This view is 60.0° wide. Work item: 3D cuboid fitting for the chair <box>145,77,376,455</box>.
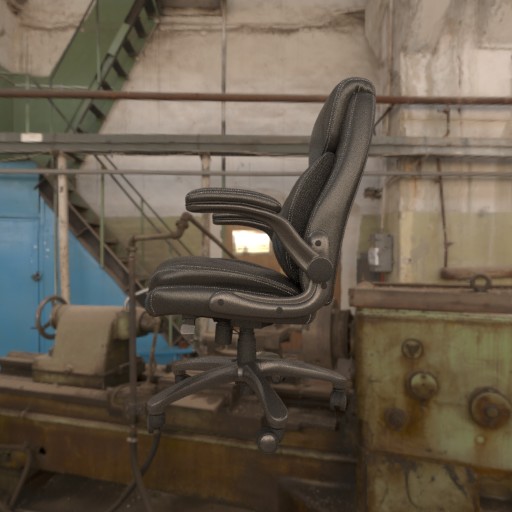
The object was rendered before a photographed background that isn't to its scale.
[{"bbox_3d":[0.000,0.000,1.581,0.724,1.110,0.782,0,1,0],"label":"chair"}]
